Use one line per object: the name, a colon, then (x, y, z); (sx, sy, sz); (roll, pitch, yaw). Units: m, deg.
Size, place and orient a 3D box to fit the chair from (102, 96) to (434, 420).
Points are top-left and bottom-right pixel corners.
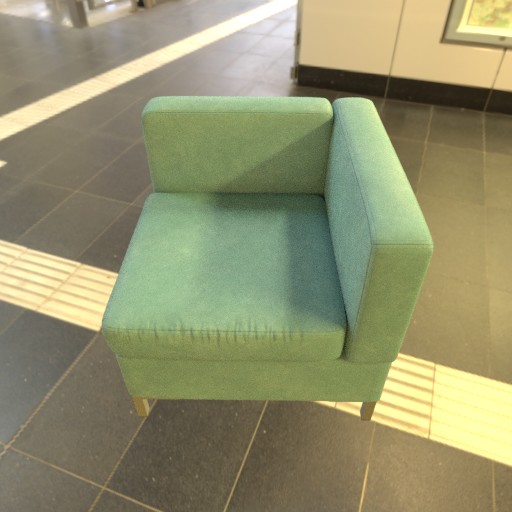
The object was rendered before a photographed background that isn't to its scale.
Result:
chair: (0.000, 0.000, 1.230); (0.680, 0.660, 0.680); (1, 41, 1)
